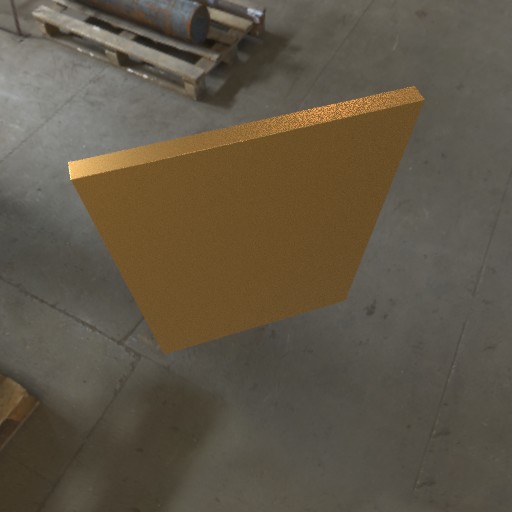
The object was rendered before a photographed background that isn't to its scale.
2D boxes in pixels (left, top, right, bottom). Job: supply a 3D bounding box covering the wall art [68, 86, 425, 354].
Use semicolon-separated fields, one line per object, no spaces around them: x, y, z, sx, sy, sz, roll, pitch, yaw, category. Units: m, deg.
0.000;0.000;1.085;0.610;0.812;0.038;-15;60;-9;wall art
